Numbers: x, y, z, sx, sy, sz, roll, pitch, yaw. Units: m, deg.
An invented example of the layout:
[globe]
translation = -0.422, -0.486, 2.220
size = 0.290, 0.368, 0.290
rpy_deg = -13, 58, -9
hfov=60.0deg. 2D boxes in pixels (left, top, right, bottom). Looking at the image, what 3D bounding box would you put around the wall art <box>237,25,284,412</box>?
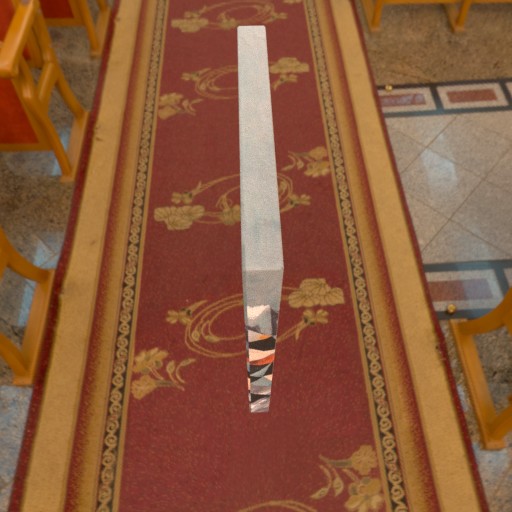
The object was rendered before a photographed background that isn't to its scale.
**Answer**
[wall art]
translation = 0.000, 0.000, 1.184
size = 0.061, 0.911, 0.609
rpy_deg = -2, 58, -1
